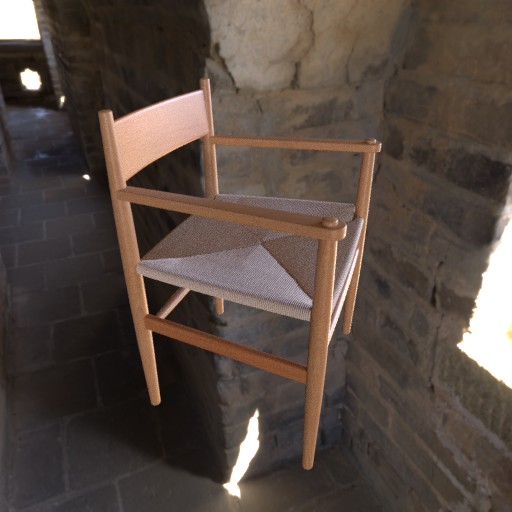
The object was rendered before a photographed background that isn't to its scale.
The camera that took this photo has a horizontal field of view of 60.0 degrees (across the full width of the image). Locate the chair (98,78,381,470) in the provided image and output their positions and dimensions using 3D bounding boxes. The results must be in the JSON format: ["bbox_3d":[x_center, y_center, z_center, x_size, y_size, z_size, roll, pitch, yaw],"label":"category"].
[{"bbox_3d":[0.000,0.000,1.116,0.495,0.762,0.556,10,31,17],"label":"chair"}]
